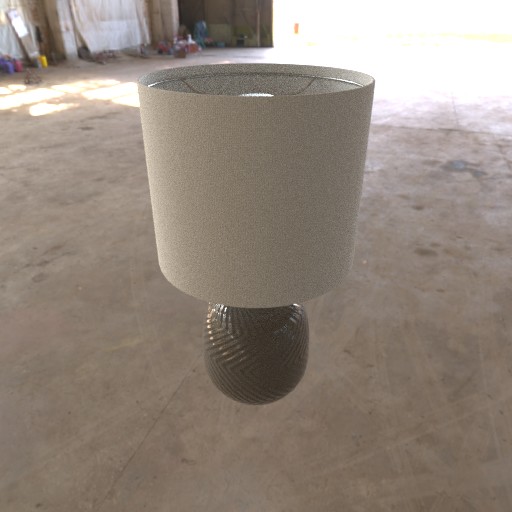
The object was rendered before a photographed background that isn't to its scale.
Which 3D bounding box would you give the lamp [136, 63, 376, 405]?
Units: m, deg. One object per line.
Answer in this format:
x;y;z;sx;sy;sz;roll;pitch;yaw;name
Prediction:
0.000;0.000;0.483;0.207;0.366;0.207;22;36;33;lamp
